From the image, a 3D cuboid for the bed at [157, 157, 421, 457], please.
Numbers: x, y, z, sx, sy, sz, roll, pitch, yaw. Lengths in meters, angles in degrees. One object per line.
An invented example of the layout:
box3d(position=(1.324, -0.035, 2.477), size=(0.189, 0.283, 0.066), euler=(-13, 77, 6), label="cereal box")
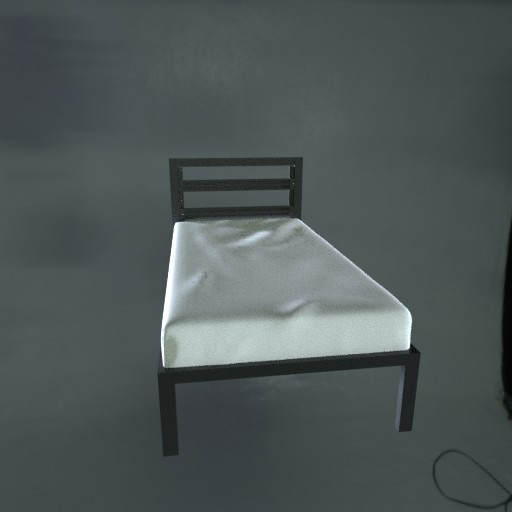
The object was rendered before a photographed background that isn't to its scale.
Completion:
box3d(position=(0.000, 0.000, 2.511), size=(0.991, 0.967, 1.930), euler=(-2, 16, -8), label="bed")
